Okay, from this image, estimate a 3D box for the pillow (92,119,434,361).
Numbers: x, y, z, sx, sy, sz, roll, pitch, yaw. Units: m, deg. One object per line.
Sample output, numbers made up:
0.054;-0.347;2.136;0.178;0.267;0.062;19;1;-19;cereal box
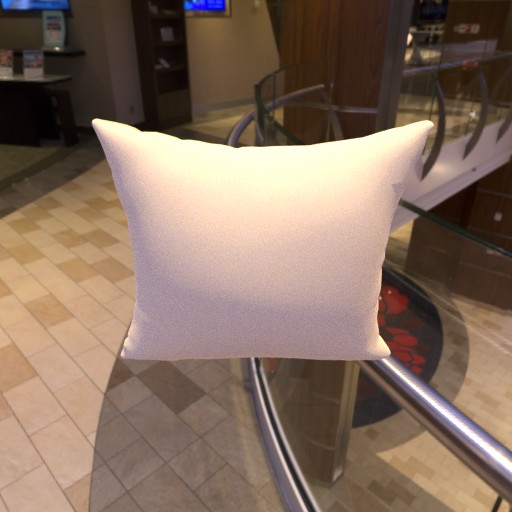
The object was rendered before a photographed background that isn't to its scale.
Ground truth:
0.000;0.000;0.807;0.560;0.487;0.229;0;29;0;pillow
